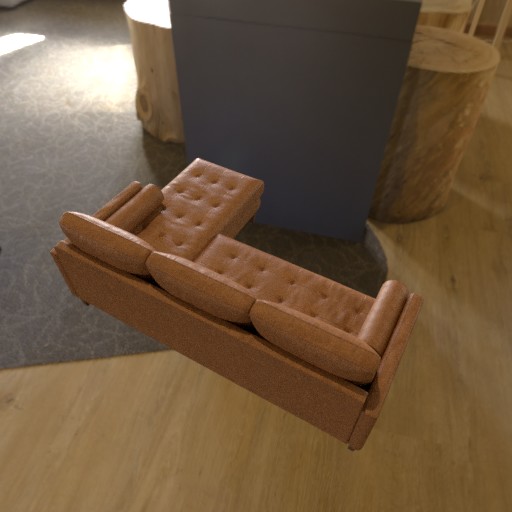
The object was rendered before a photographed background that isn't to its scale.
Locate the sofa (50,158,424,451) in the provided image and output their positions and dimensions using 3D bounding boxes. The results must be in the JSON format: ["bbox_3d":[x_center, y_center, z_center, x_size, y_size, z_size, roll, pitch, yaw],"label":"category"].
[{"bbox_3d":[0.000,0.000,3.003,2.178,0.876,1.506,23,52,19],"label":"sofa"}]
